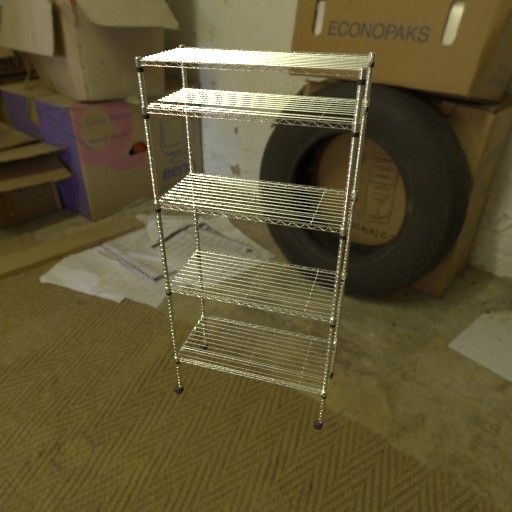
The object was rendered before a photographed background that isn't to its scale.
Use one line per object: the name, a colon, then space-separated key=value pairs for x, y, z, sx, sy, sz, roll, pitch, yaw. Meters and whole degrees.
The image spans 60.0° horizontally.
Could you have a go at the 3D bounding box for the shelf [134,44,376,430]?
shelf: x=0.000 y=0.000 z=1.902 sx=0.762 sy=1.587 sz=0.356 roll=9 pitch=33 yaw=14
